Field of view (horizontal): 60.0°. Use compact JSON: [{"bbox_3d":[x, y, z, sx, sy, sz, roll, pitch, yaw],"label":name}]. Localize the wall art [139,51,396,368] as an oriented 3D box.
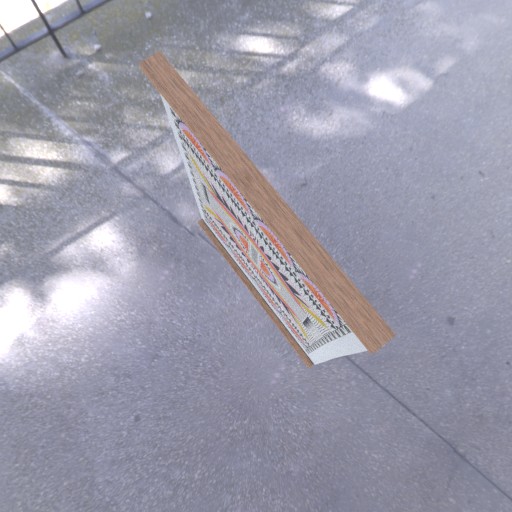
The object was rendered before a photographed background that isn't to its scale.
[{"bbox_3d":[0.000,0.000,0.711,0.028,0.527,0.403,-36,77,-9],"label":"wall art"}]
